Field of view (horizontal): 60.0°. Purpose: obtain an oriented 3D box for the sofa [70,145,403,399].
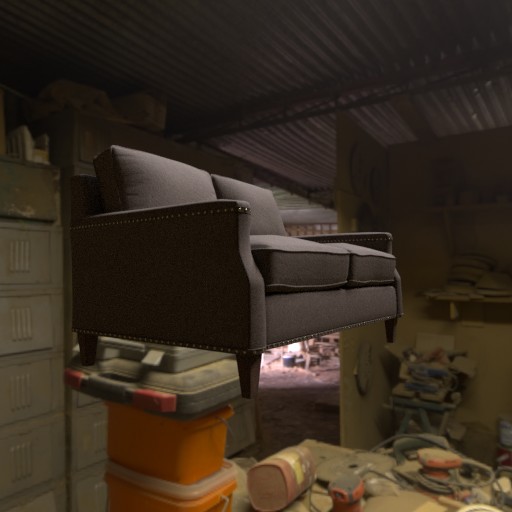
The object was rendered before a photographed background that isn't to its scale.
[{"bbox_3d":[0.000,0.000,2.341,1.084,1.003,1.597,-2,-3,35],"label":"sofa"}]
